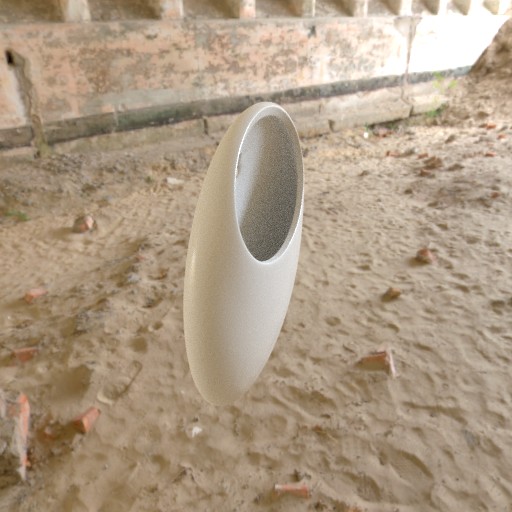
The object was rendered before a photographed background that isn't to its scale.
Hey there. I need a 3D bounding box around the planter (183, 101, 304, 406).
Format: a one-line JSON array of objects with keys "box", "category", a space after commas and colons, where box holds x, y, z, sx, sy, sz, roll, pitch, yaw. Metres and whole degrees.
[{"box": [0.000, 0.000, 0.285, 0.043, 0.188, 0.185, 9, 30, 16], "category": "planter"}]
